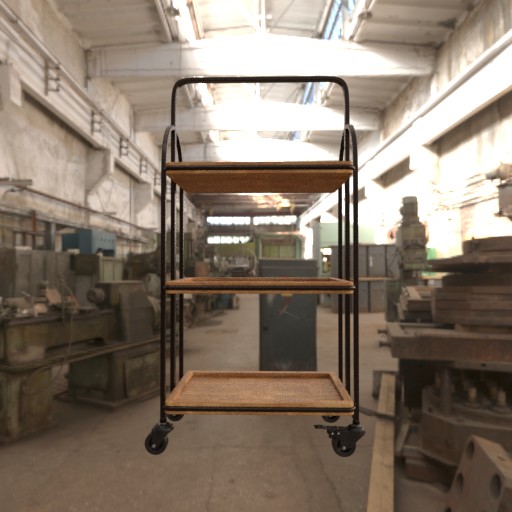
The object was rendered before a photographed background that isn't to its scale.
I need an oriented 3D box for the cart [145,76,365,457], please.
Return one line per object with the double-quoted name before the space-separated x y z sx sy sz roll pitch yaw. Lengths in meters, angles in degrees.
"cart" 0.000 0.000 1.240 0.553 1.001 0.327 0 -1 1
